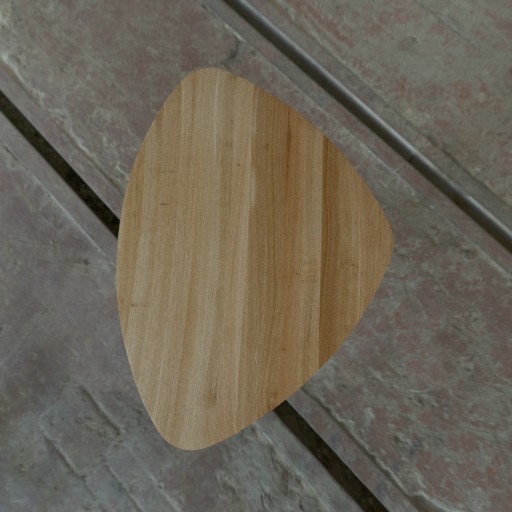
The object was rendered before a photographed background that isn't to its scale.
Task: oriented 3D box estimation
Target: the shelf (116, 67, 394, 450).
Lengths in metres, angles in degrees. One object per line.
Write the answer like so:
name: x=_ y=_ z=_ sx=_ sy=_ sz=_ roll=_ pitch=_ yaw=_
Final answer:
shelf: x=0.000 y=0.000 z=1.600 sx=0.863 sy=0.439 sz=1.240 roll=1 pitch=75 yaw=0
